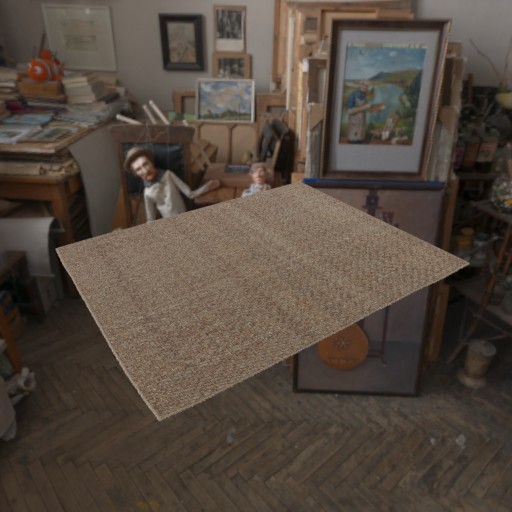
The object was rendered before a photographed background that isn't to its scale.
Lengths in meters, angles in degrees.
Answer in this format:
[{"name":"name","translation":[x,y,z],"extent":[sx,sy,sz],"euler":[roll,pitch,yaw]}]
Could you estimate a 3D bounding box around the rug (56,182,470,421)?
[{"name":"rug","translation":[0.000,0.000,4.105],"extent":[3.048,0.013,2.439],"euler":[-19,36,-29]}]
